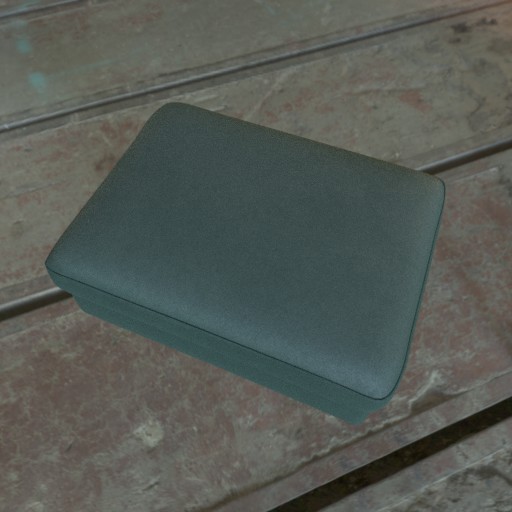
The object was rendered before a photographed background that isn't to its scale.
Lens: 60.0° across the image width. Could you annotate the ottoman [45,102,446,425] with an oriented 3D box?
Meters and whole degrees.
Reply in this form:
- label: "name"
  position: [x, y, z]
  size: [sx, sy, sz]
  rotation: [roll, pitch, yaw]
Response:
- label: "ottoman"
  position: [0.000, 0.000, 1.163]
  size: [0.811, 0.449, 0.608]
  rotation: [19, 61, 11]
